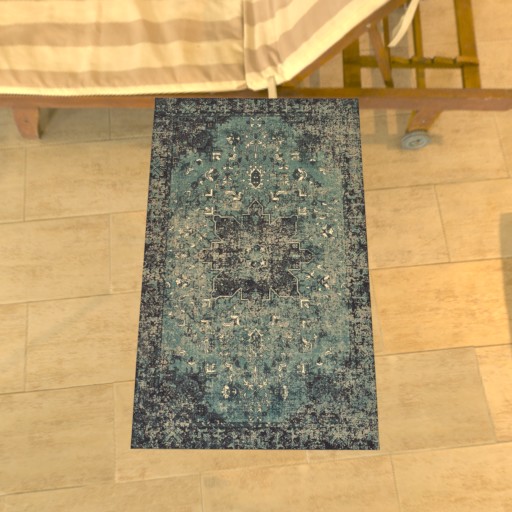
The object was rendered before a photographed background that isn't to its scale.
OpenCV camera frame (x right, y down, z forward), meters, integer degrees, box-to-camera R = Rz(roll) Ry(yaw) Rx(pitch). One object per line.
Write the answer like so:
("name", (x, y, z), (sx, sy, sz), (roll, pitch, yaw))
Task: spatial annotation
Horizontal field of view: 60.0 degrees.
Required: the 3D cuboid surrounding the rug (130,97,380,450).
("rug", (0.000, 0.000, 3.008), (1.525, 0.007, 2.440), (0, 75, 0))
